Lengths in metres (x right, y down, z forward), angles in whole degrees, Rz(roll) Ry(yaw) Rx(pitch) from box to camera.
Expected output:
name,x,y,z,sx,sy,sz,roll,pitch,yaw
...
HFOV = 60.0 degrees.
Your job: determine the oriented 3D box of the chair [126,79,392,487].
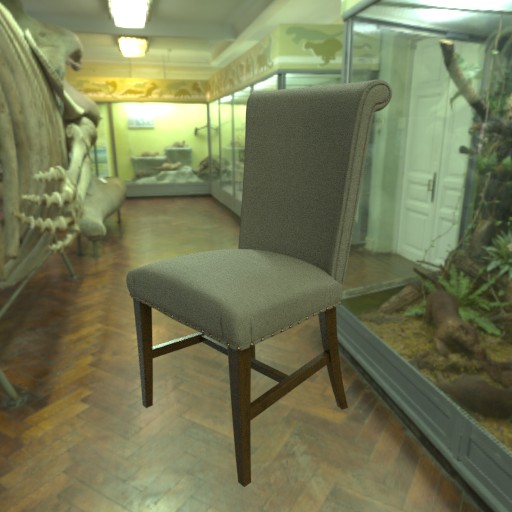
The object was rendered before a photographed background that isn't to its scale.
name,x,y,z,sx,sy,sz,roll,pitch,yaw
chair,0.000,0.000,1.327,0.608,0.988,0.513,-14,21,-42
